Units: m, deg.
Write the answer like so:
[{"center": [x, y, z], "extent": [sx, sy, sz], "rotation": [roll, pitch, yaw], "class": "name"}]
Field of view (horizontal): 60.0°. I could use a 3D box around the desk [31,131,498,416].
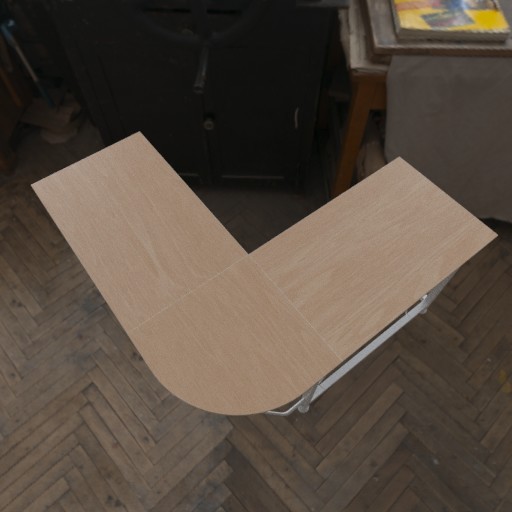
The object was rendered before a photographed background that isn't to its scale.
[{"center": [0.000, 0.000, 2.188], "extent": [1.400, 0.762, 1.400], "rotation": [-33, 64, -18], "class": "desk"}]
